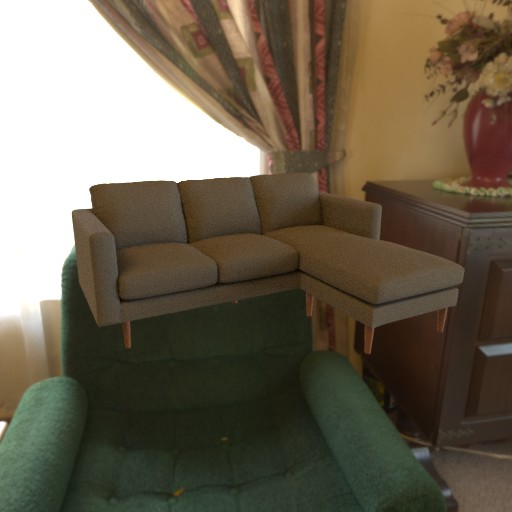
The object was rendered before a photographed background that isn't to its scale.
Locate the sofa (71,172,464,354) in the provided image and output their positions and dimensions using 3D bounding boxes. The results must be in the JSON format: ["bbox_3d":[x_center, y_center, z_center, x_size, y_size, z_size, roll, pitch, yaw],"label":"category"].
[{"bbox_3d":[0.000,0.000,2.877,2.031,0.897,1.591,-8,18,-27],"label":"sofa"}]
